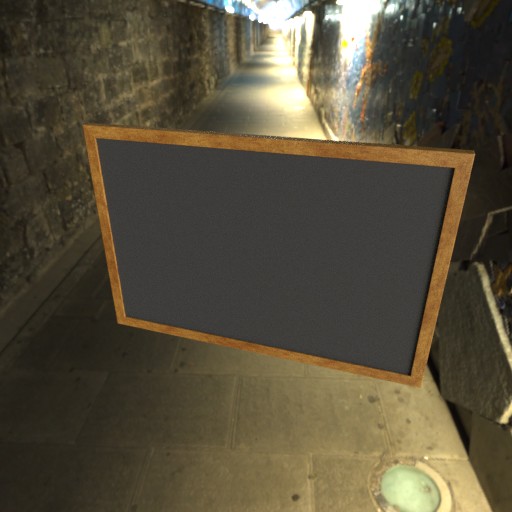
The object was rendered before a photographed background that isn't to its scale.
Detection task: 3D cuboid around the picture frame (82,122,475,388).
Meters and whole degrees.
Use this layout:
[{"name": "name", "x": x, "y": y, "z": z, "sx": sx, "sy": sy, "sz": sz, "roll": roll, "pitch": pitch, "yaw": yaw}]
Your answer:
[{"name": "picture frame", "x": 0.000, "y": 0.000, "z": 1.160, "sx": 0.922, "sy": 0.621, "sz": 0.029, "roll": 9, "pitch": 29, "yaw": 16}]
